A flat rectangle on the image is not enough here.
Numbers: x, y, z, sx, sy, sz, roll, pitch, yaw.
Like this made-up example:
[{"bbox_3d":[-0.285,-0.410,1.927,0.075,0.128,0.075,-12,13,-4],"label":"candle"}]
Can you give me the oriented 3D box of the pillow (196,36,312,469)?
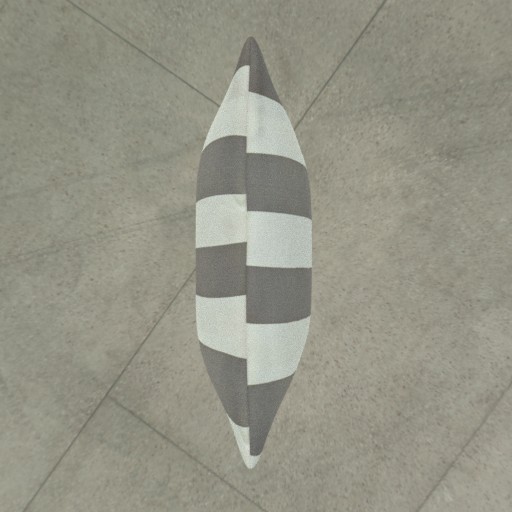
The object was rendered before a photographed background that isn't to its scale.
[{"bbox_3d":[0.000,0.000,0.779,0.192,0.507,0.522,0,89,2],"label":"pillow"}]
